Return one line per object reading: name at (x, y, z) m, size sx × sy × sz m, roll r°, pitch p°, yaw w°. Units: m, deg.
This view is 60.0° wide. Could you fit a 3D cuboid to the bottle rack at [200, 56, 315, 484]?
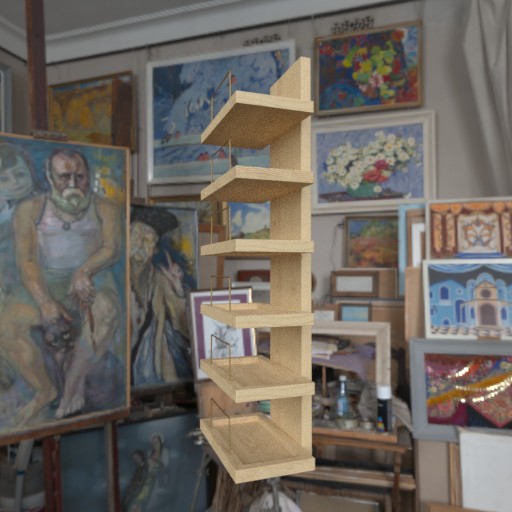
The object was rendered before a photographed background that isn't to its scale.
bottle rack at (0.000, 0.000, 1.106) m, size 0.206 × 0.943 × 0.330 m, roll 1°, pitch -2°, yaw -20°
